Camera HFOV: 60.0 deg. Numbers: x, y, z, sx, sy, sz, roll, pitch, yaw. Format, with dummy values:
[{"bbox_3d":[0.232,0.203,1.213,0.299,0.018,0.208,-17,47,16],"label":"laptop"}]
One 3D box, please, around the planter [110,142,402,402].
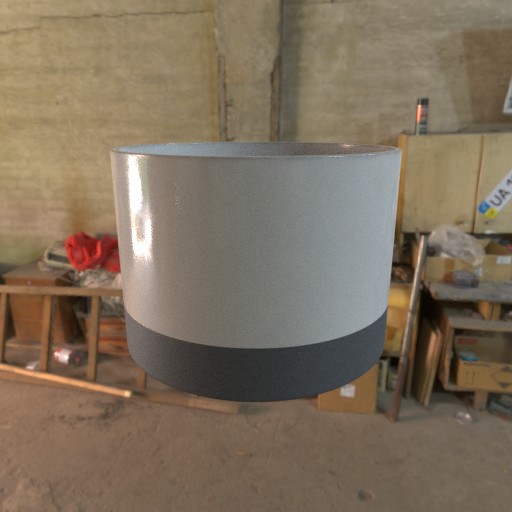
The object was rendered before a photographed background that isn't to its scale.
[{"bbox_3d":[0.000,0.000,0.219,0.128,0.105,0.128,0,17,0],"label":"planter"}]
